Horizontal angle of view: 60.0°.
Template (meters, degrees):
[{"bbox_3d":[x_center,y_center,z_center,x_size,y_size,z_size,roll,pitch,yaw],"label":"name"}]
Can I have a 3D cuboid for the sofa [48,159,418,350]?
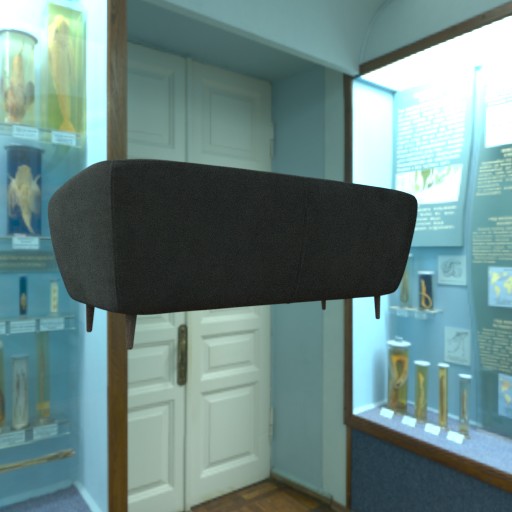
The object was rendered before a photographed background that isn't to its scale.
[{"bbox_3d":[0.000,0.000,2.771,2.296,0.875,0.956,0,0,-34],"label":"sofa"}]
